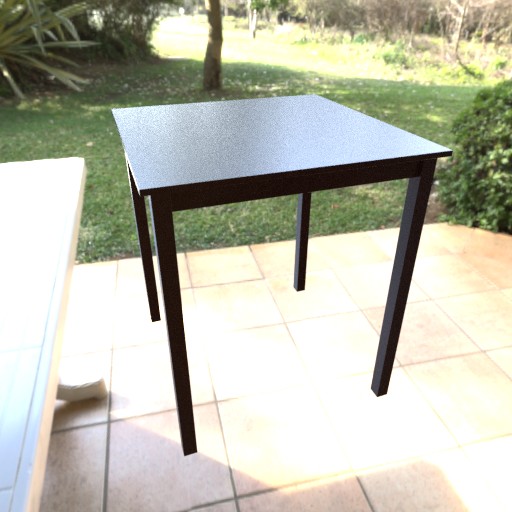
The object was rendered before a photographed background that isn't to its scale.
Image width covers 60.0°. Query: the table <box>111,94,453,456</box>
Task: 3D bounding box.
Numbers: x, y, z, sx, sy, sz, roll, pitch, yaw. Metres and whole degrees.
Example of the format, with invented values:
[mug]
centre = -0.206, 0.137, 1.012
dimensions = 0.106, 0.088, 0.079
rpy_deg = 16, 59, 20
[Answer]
[table]
centre = 0.000, 0.000, 1.713
dimensions = 0.861, 0.991, 0.861
rpy_deg = -10, 32, -17
